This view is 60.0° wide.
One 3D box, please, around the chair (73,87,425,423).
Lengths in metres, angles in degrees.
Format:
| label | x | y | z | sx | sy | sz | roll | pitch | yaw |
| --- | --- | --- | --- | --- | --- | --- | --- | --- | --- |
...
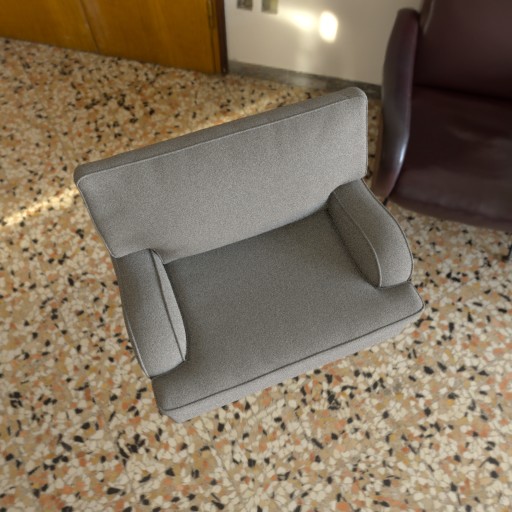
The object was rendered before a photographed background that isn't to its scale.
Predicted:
| label | x | y | z | sx | sy | sz | roll | pitch | yaw |
| --- | --- | --- | --- | --- | --- | --- | --- | --- | --- |
| chair | 0.000 | 0.000 | 2.003 | 1.220 | 1.016 | 1.040 | -19 | 64 | -10 |
